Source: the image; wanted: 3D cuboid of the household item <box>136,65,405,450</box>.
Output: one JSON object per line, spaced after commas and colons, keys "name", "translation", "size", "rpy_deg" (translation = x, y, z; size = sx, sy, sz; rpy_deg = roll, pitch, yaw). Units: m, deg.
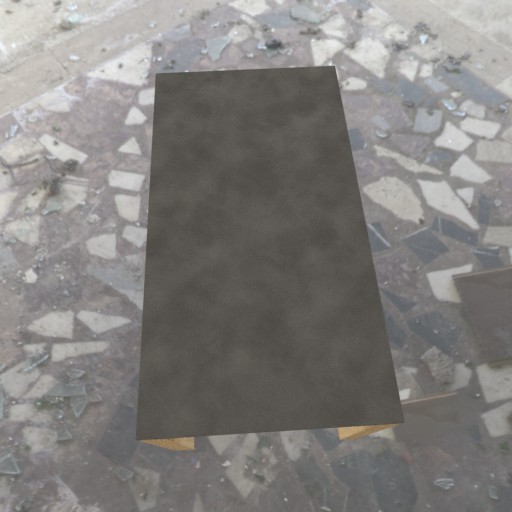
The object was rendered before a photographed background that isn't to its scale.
{"name": "household item", "translation": [0.000, 0.000, 2.086], "size": [0.850, 0.755, 1.600], "rpy_deg": [-3, 64, -2]}
